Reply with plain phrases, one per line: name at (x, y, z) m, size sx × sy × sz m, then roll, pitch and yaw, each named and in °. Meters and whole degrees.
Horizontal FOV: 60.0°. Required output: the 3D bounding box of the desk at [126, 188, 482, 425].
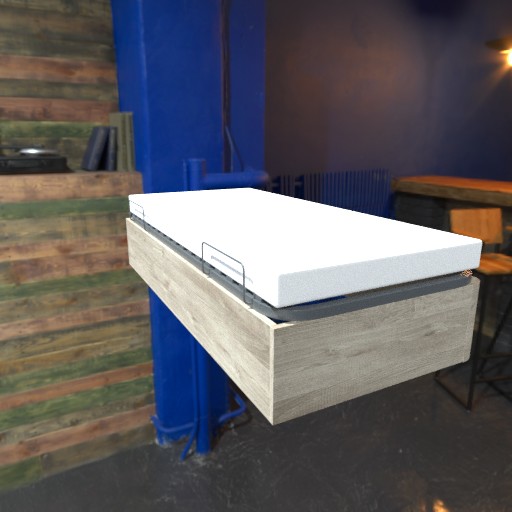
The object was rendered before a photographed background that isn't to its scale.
desk at (0.000, 0.000, 2.231) m, size 0.900 × 0.455 × 1.900 m, roll -8°, pitch 17°, yaw -27°
